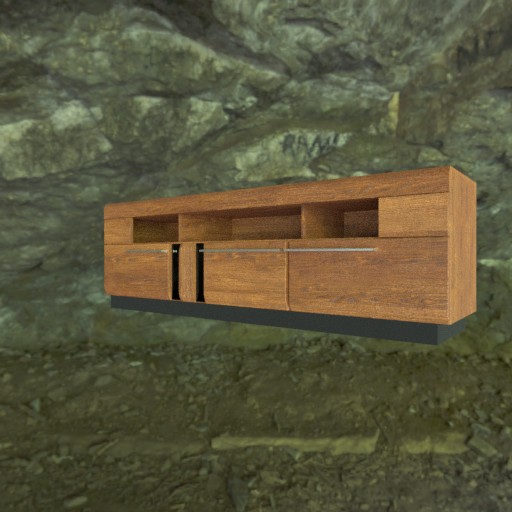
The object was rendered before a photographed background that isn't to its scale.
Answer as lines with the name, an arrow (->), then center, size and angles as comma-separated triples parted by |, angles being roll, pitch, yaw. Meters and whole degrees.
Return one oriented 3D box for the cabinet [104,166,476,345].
cabinet -> 0.000, 0.000, 1.853 | 1.600, 0.510, 0.419 | 0, 0, 36
